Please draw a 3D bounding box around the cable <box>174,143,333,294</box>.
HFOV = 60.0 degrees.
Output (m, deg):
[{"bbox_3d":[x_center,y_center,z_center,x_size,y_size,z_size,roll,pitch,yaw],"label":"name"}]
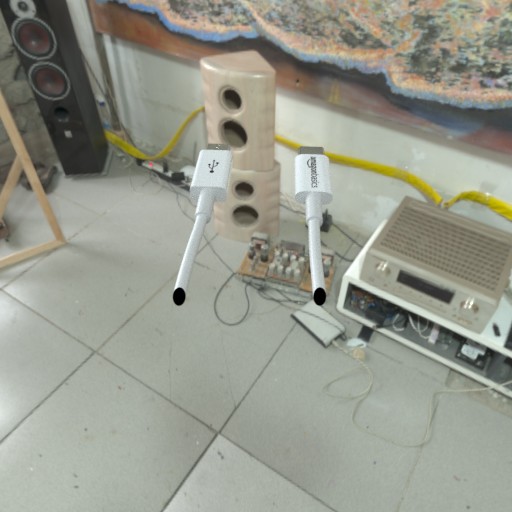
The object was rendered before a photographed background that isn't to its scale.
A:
[{"bbox_3d":[0.000,0.000,0.109,0.040,0.006,0.098,2,46,2],"label":"cable"}]
